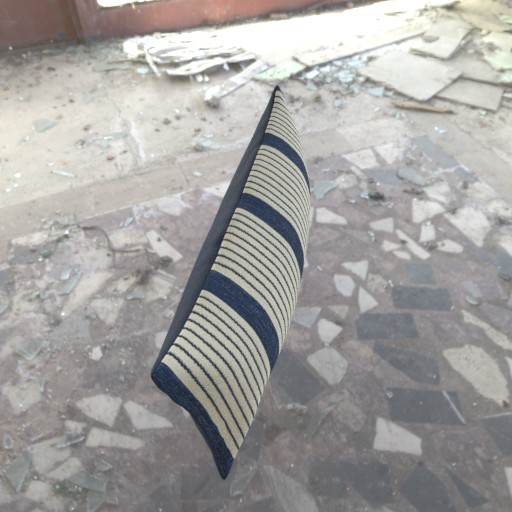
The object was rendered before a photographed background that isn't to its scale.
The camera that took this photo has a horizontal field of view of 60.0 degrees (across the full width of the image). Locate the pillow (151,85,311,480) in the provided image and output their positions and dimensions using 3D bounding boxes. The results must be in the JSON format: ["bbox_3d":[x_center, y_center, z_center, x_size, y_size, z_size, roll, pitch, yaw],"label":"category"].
[{"bbox_3d":[0.000,0.000,0.725,0.156,0.292,0.608,10,49,9],"label":"pillow"}]
